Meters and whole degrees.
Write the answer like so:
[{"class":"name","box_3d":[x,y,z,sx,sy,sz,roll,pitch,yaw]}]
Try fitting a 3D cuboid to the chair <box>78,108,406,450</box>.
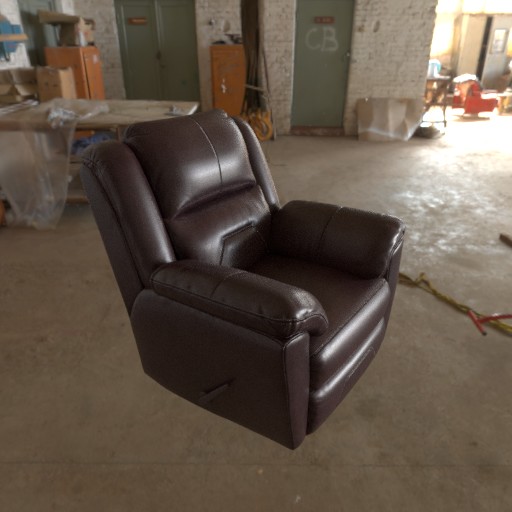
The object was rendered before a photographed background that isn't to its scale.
[{"class":"chair","box_3d":[0.000,0.000,1.902,1.041,1.093,0.990,19,32,32]}]
